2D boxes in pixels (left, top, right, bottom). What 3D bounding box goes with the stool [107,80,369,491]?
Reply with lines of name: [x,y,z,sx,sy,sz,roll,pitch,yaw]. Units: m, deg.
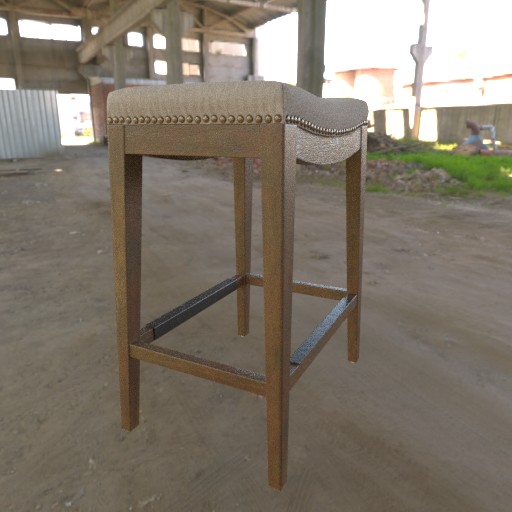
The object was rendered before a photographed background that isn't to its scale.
stool: [0.000,0.000,0.951,0.356,0.660,0.508,8,18,26]
